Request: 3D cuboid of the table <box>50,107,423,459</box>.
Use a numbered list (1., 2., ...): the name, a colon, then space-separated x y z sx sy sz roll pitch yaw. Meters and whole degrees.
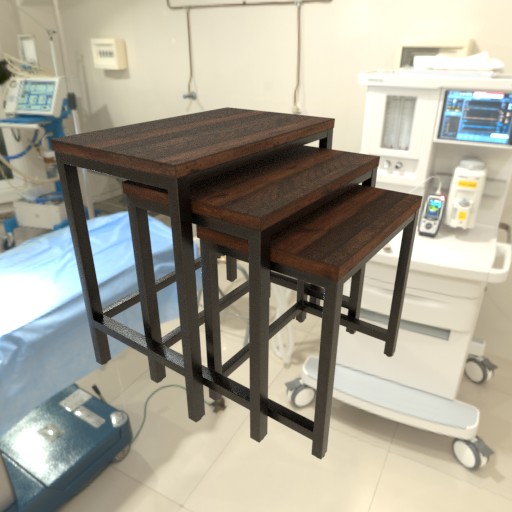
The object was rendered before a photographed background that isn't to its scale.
1. table: 0.000 0.000 1.141 0.660 0.616 0.608 18 31 32
